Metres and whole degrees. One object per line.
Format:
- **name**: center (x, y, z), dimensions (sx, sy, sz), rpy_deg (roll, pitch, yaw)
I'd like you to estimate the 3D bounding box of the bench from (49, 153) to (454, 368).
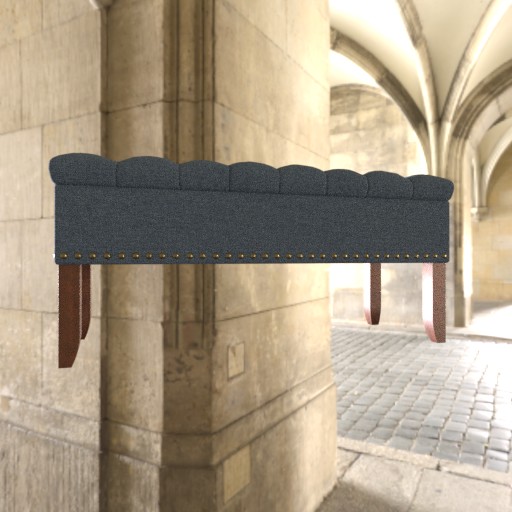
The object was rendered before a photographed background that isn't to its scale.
- **bench**: center (0.000, 0.000, 1.291), dimensions (1.052, 0.492, 0.417), rpy_deg (0, 0, -17)
